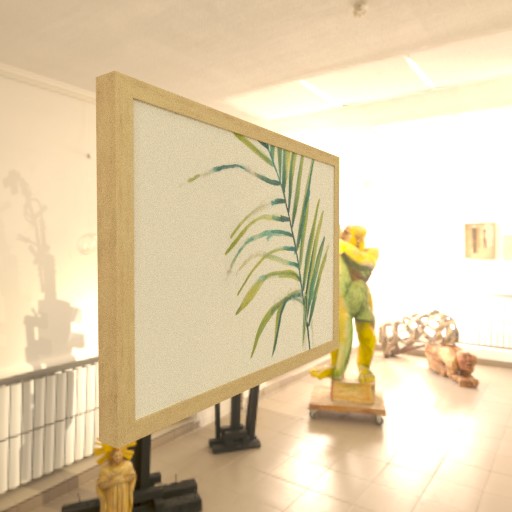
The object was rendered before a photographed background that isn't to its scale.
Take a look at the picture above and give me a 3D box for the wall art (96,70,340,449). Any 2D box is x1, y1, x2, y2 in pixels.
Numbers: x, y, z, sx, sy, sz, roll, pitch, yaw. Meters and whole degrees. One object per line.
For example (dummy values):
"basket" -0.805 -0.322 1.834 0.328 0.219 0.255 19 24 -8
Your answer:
"wall art" 0.000 0.000 0.672 0.032 0.380 0.532 1 2 35
